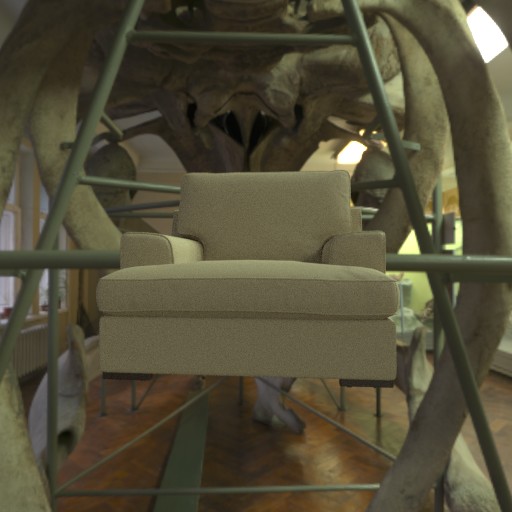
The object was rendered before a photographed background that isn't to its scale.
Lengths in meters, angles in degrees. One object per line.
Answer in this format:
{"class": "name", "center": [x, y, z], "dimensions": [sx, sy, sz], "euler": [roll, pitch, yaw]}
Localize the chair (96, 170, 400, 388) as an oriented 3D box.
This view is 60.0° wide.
{"class": "chair", "center": [0.000, 0.000, 2.233], "dimensions": [1.293, 1.005, 1.274], "euler": [0, -1, -1]}
